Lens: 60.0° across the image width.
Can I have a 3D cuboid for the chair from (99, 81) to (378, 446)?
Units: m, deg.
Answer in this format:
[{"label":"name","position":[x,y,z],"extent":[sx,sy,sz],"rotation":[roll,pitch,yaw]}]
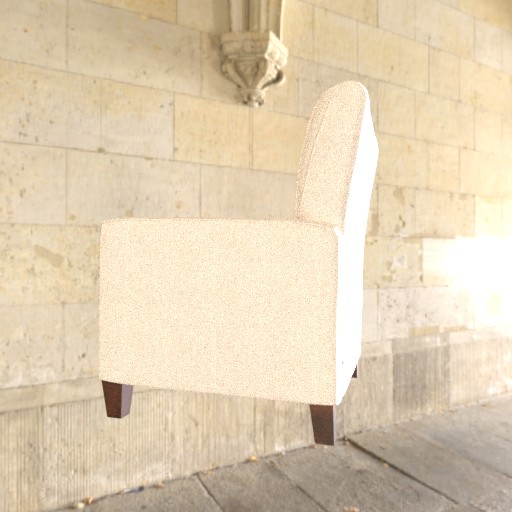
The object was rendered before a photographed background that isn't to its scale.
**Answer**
[{"label":"chair","position":[0.000,0.000,1.654],"extent":[0.858,1.028,0.841],"rotation":[0,0,18]}]
